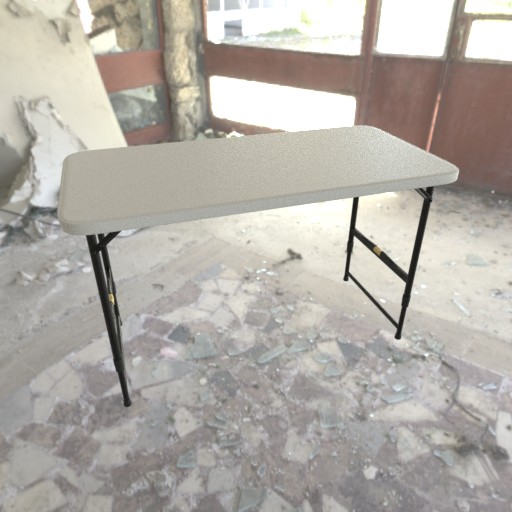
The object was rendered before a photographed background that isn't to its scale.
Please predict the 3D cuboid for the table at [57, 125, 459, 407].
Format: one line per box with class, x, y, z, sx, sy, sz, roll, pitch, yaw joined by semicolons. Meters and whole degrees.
table;0.000;0.000;1.665;1.219;0.737;0.610;-10;32;-16
